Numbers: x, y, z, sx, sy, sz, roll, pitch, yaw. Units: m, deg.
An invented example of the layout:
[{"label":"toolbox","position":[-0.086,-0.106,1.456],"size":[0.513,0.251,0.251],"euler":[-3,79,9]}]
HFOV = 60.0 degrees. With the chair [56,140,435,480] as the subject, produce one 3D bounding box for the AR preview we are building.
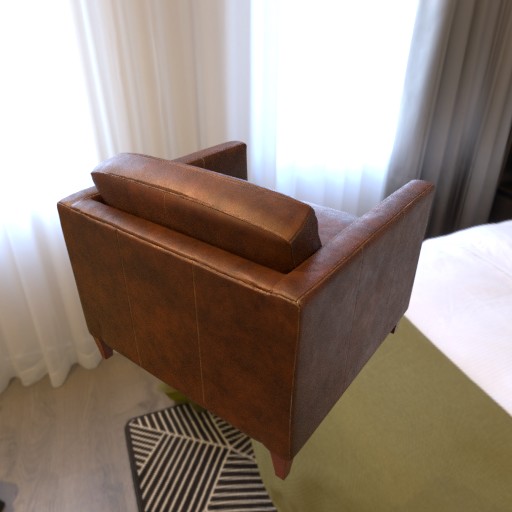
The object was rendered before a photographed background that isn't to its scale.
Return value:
[{"label":"chair","position":[0.000,0.000,1.714],"size":[0.990,0.864,0.975],"euler":[21,36,32]}]
